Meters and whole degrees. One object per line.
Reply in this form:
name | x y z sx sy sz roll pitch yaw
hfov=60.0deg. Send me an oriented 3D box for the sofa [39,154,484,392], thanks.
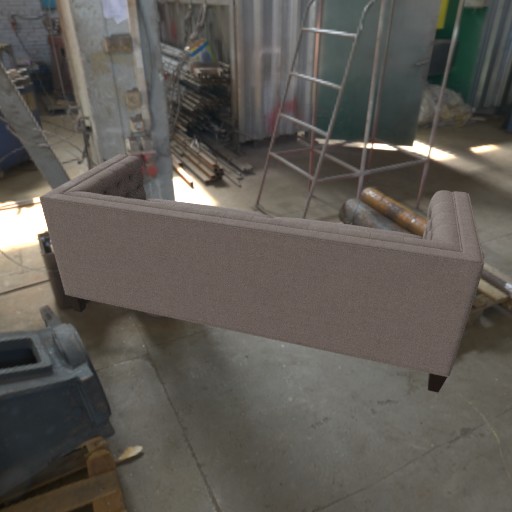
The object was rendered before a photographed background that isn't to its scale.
sofa | 0.000 0.000 2.543 2.159 0.762 0.775 9 32 15
